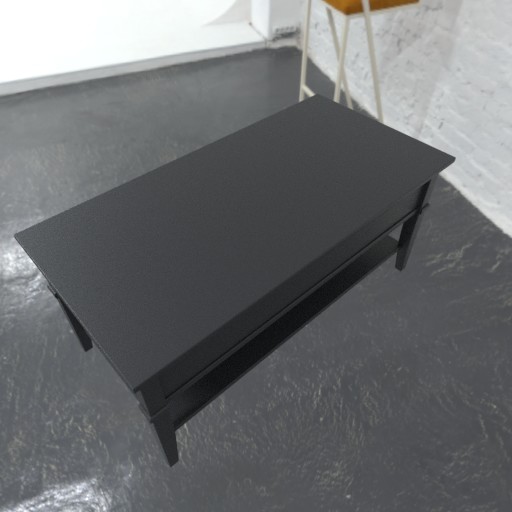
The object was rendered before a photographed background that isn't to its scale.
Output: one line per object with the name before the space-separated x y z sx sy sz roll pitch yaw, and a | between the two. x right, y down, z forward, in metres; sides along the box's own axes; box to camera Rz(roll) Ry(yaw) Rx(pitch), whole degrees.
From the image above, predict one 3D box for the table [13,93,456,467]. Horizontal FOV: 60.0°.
table | 0.000 0.000 1.303 1.044 0.470 0.523 -33 54 -28
